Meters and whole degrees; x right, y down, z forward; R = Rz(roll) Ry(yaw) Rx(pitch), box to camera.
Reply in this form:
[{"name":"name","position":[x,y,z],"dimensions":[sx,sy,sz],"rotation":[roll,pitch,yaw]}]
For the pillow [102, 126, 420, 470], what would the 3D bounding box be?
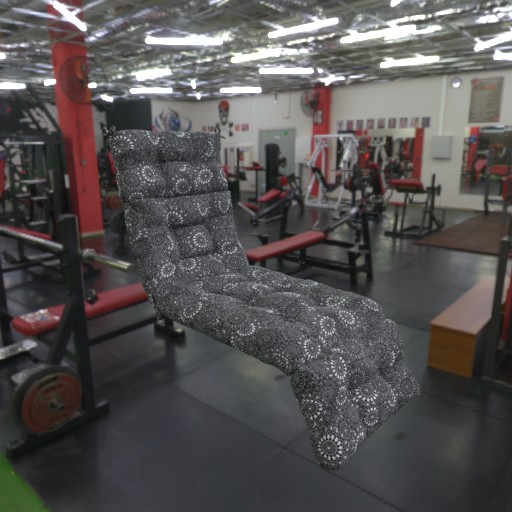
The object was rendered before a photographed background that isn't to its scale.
[{"name":"pillow","position":[0.000,0.000,1.477],"dimensions":[1.016,0.863,0.526],"rotation":[13,19,42]}]
